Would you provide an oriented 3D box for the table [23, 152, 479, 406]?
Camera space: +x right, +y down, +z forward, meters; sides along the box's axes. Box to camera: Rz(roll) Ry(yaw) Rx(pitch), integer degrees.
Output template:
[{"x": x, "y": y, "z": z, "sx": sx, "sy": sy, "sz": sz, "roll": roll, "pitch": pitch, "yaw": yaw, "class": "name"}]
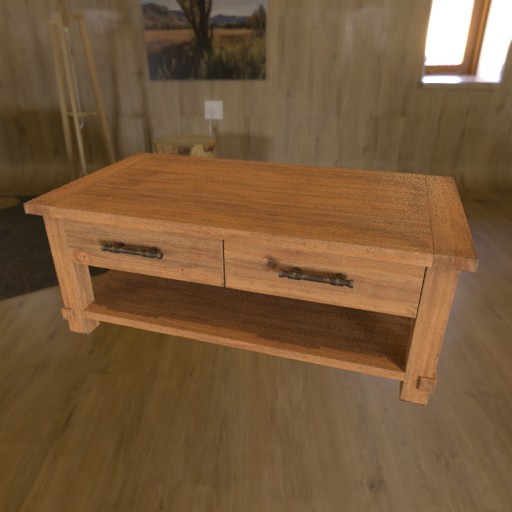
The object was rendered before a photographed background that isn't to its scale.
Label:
[{"x": 0.000, "y": 0.000, "z": 1.571, "sx": 1.270, "sy": 0.494, "sz": 0.693, "roll": 8, "pitch": 28, "yaw": 15, "class": "table"}]
